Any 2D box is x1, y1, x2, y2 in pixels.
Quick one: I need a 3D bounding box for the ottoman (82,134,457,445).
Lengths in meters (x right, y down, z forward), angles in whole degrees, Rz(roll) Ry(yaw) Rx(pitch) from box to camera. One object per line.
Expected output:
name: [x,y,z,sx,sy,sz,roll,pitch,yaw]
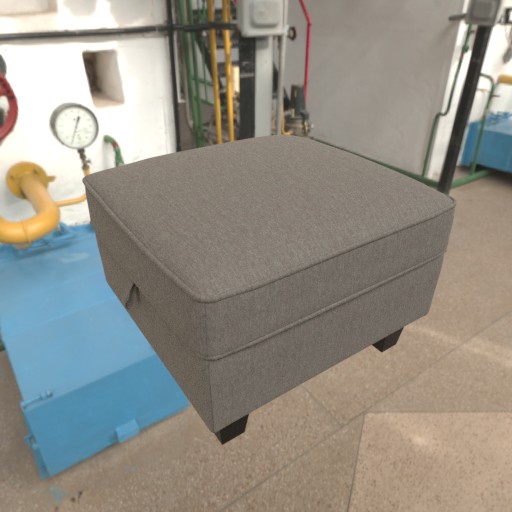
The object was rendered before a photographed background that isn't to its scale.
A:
ottoman: [0.000,0.000,1.410,0.871,0.612,0.808,-20,36,-29]
